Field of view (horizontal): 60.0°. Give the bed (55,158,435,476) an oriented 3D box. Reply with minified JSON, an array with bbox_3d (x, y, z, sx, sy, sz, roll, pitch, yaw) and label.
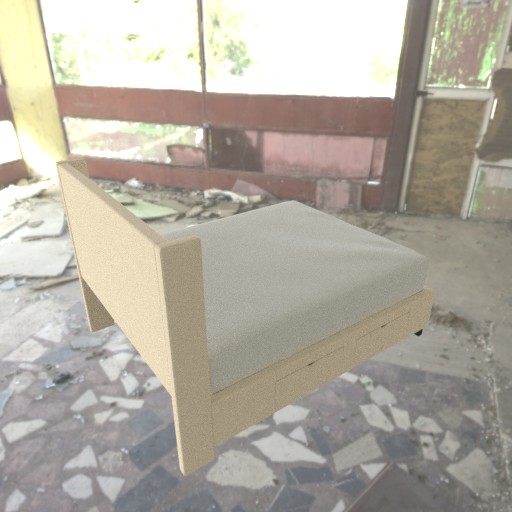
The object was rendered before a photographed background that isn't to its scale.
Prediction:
[{"bbox_3d":[0.000,0.000,3.454,2.280,1.471,1.765,-18,32,-31],"label":"bed"}]
